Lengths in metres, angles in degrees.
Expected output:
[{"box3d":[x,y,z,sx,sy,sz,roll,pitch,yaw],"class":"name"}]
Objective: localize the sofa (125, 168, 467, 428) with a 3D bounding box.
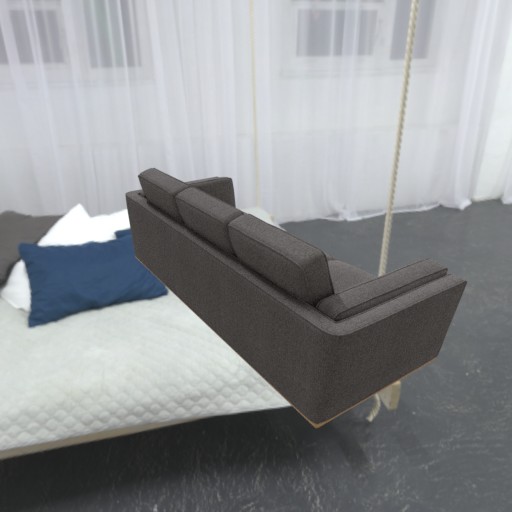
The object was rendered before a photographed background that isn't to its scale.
[{"box3d":[0.000,0.000,2.878,0.903,0.899,2.362,-16,29,-31],"class":"sofa"}]
